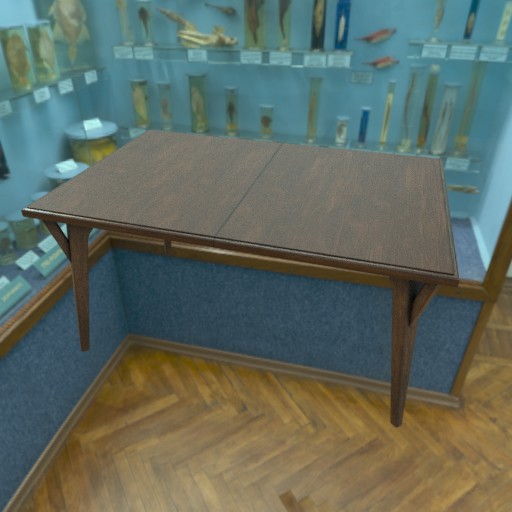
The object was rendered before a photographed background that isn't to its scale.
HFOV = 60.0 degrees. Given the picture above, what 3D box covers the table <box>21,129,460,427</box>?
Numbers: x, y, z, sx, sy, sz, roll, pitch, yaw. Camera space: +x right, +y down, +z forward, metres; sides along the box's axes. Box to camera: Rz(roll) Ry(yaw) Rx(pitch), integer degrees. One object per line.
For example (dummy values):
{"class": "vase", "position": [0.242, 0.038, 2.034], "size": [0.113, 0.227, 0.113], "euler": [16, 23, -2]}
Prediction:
{"class": "table", "position": [0.000, 0.000, 2.063], "size": [1.524, 0.761, 0.990], "euler": [9, 35, 14]}
